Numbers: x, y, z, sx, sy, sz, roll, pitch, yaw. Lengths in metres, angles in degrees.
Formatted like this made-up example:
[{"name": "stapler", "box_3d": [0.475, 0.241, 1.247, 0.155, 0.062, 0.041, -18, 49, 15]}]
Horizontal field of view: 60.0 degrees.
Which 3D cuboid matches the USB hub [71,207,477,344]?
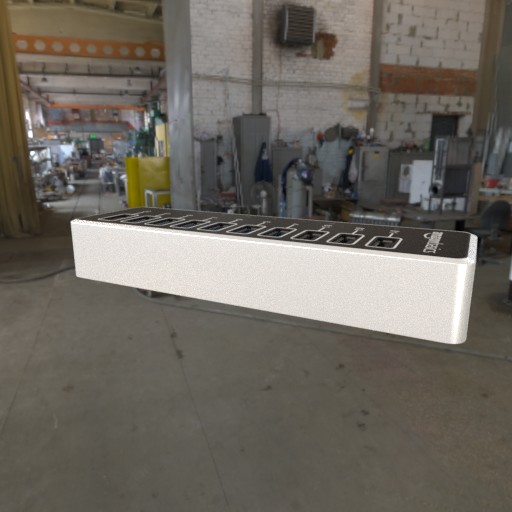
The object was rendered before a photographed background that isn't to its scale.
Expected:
[{"name": "USB hub", "box_3d": [0.000, 0.000, 0.164, 0.145, 0.023, 0.044, 7, 16, 26]}]
